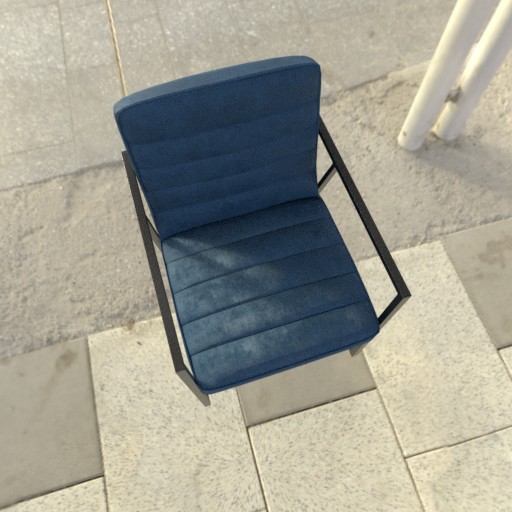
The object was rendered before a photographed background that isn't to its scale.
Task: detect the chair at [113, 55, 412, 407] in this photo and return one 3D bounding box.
[{"bbox_3d":[0.000,0.000,1.310,0.571,0.833,0.677,-16,66,-8],"label":"chair"}]
